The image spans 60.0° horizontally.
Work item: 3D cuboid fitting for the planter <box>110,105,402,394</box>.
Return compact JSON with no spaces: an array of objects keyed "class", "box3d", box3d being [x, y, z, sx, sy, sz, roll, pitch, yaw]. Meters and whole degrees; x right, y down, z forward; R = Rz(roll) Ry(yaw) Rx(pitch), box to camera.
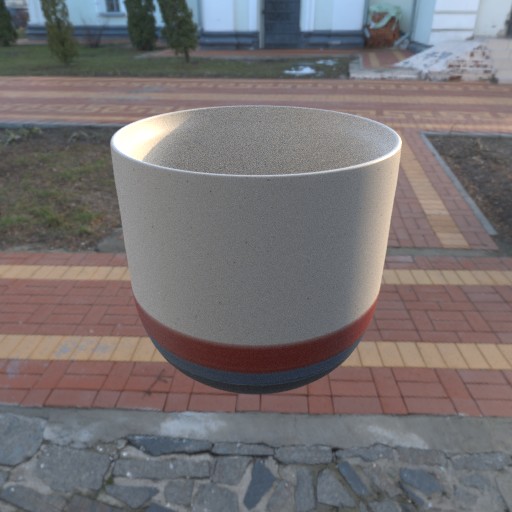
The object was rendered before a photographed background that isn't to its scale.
[{"class":"planter","box3d":[0.000,0.000,0.485,0.268,0.270,0.268,0,29,0]}]
